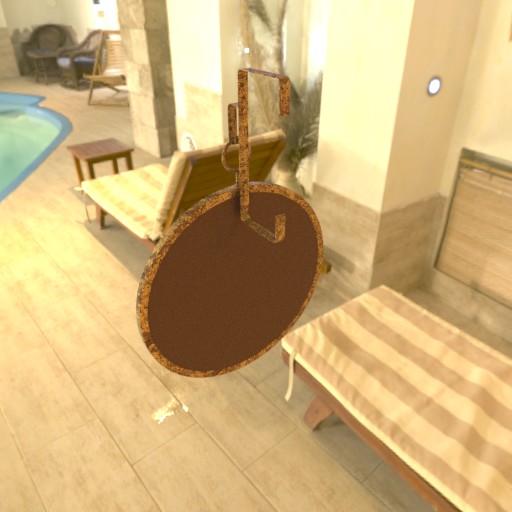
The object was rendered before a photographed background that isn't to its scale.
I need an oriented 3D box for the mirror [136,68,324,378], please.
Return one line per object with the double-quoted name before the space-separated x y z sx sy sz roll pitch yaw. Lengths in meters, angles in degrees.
"mirror" 0.000 0.000 0.835 0.447 0.651 0.144 -20 36 -29
